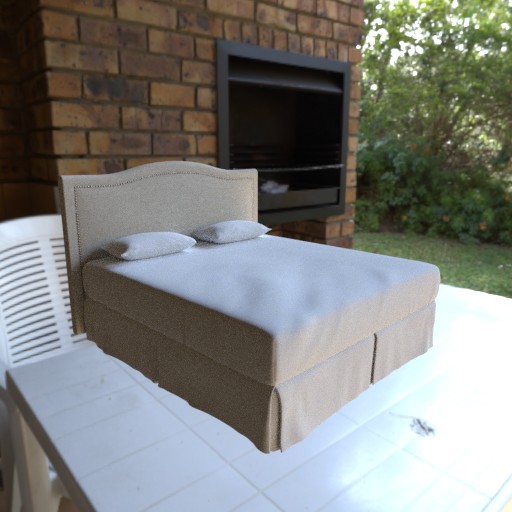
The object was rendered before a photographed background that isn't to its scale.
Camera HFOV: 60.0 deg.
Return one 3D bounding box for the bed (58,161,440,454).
[{"bbox_3d":[0.000,0.000,3.452,2.182,1.421,2.083,13,18,43],"label":"bed"}]
